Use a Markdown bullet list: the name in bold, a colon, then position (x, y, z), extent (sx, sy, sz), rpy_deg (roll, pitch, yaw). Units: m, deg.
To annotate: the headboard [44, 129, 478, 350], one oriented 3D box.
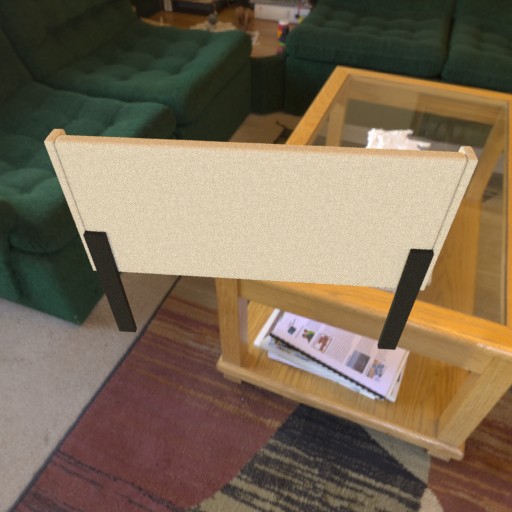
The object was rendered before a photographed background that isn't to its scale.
- **headboard**: position (0.000, 0.000, 2.662), extent (2.051, 1.524, 0.184), rpy_deg (3, 46, 3)
